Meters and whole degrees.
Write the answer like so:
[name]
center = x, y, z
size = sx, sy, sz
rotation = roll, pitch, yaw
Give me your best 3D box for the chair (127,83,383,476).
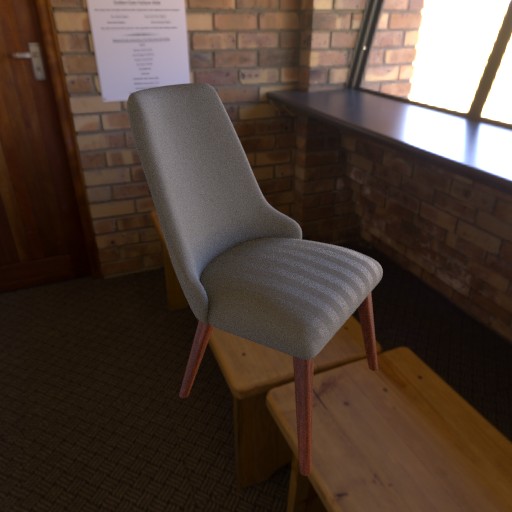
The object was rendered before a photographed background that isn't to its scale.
[chair]
center = 0.000, 0.000, 1.344
size = 0.707, 0.918, 0.535
rotation = 19, 34, 31
